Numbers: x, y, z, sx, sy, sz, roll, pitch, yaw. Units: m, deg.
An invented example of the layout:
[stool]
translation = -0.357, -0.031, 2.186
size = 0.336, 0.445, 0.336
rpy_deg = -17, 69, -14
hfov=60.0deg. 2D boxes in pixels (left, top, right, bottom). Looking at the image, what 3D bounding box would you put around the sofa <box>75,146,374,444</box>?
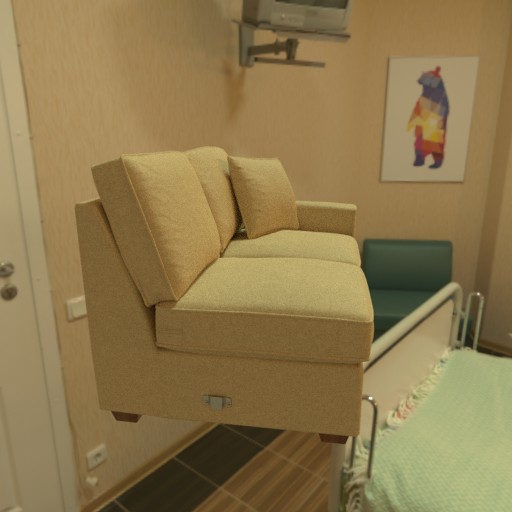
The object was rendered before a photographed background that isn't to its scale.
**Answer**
[sofa]
translation = 0.000, 0.000, 2.085
size = 0.991, 0.989, 1.388
rpy_deg = 3, 16, 9
